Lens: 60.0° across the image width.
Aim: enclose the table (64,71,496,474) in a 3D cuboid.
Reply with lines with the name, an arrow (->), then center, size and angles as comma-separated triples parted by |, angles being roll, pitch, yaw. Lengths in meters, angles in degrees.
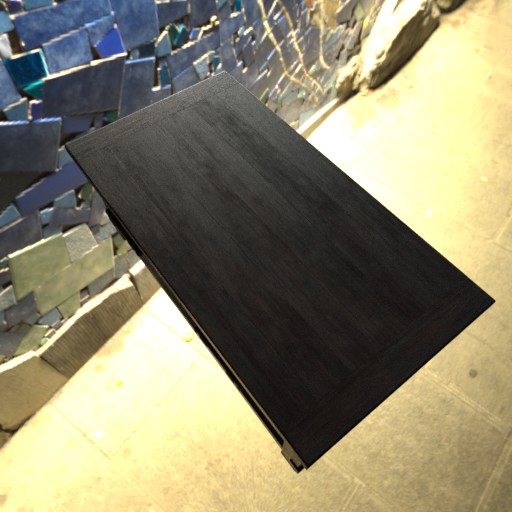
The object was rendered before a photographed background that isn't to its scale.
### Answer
table -> 0.000, 0.000, 1.569 | 0.700, 0.494, 1.270 | -33, 63, -19
